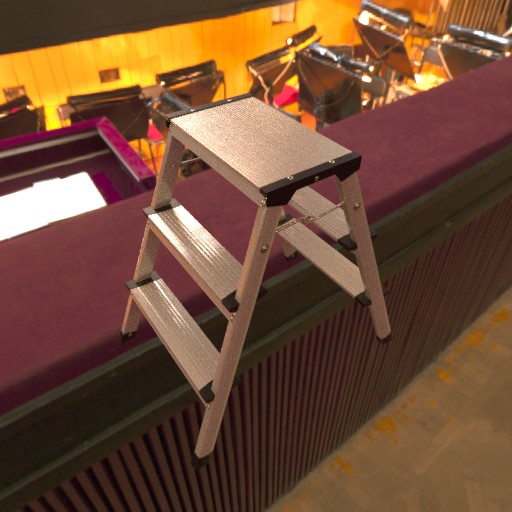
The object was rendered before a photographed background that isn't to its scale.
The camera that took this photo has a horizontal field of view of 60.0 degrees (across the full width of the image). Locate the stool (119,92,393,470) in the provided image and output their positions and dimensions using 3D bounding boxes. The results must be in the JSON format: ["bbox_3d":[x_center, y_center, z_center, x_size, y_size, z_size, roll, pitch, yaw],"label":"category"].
[{"bbox_3d":[0.000,0.000,1.020,0.622,0.605,0.437,-25,47,-26],"label":"stool"}]
